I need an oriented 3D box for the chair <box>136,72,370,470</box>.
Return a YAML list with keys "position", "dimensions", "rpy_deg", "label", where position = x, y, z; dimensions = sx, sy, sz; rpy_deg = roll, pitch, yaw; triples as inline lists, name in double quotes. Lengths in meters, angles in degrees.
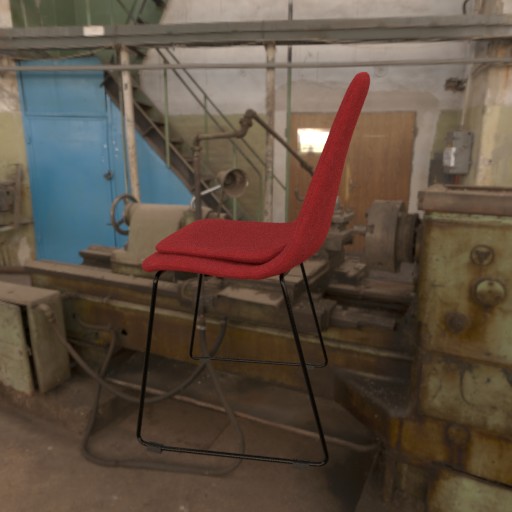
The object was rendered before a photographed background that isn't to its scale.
- position: [0.000, 0.000, 1.140]
  dimensions: [0.518, 0.858, 0.479]
  rpy_deg: [2, 14, 8]
  label: "chair"
